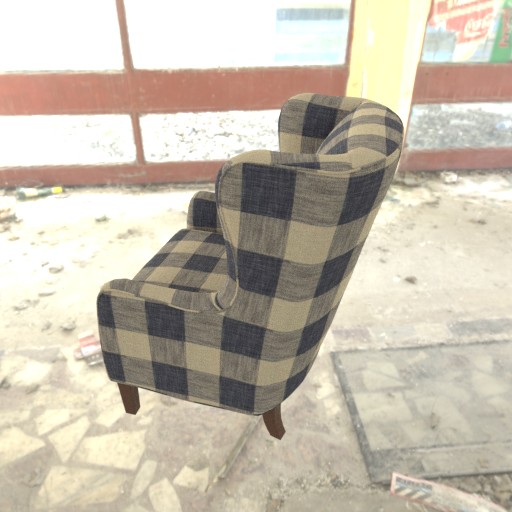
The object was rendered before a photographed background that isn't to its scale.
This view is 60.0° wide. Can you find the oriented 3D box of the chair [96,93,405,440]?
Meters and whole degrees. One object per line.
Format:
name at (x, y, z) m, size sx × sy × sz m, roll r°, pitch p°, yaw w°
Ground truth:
chair at (0.000, 0.000, 1.630) m, size 0.889 × 1.041 × 0.830 m, roll 8°, pitch 31°, yaw 13°
